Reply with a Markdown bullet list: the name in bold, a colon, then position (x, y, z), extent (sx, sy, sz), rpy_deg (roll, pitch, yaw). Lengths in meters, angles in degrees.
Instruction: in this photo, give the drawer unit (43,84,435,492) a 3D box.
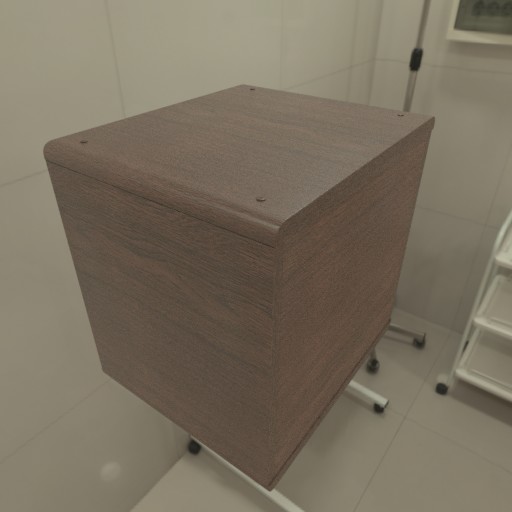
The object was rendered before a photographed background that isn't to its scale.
- **drawer unit**: position (0.000, 0.000, 0.586), extent (0.290, 0.344, 0.344), rpy_deg (22, 39, 30)
